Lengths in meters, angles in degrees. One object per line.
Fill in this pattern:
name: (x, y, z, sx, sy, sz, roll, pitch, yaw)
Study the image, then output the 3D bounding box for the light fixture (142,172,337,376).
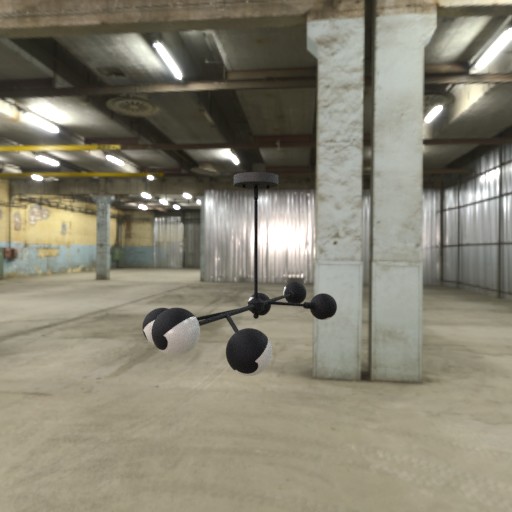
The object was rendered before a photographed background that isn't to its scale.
light fixture: (0.000, 0.000, 1.005, 0.434, 0.362, 0.778, 0, 0, 35)
